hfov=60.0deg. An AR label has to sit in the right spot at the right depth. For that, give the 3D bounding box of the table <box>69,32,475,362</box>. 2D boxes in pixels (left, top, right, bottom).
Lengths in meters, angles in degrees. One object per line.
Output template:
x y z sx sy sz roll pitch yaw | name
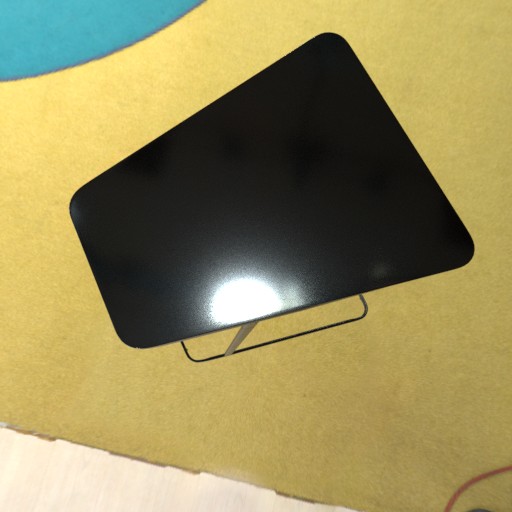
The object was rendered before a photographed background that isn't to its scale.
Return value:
0.000 0.000 0.938 0.500 0.624 0.427 -25 76 -7 | table
